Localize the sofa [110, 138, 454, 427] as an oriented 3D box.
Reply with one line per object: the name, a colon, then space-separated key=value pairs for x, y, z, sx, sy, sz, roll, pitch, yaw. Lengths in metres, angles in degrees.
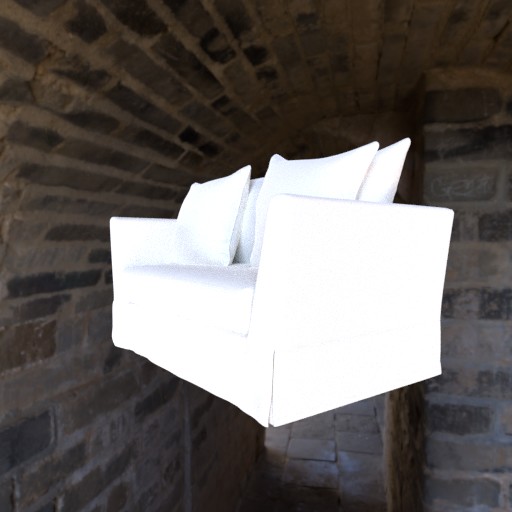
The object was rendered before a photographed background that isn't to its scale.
sofa: x=0.000 y=0.000 z=2.283 sx=1.026 sy=1.039 sz=1.608 roll=-1 pitch=2 yaw=-37
